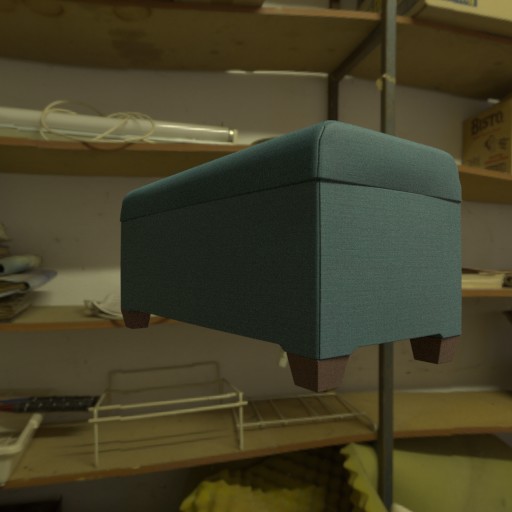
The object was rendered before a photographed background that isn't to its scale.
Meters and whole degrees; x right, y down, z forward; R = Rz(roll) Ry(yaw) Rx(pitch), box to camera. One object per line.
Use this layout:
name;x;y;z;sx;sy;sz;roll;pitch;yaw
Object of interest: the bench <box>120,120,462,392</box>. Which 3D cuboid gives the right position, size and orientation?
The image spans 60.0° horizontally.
bench;0.000;0.000;1.246;0.476;0.474;0.995;1;-1;-36
